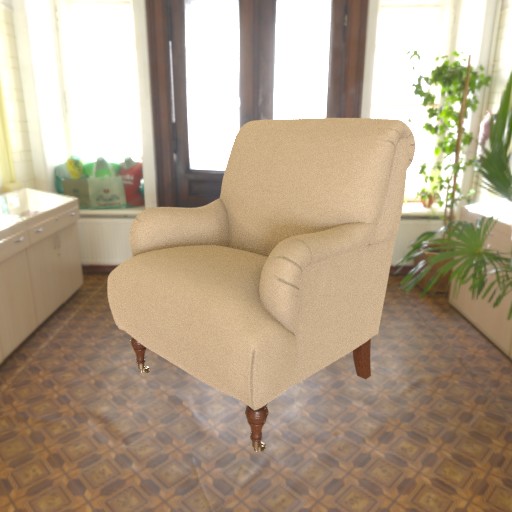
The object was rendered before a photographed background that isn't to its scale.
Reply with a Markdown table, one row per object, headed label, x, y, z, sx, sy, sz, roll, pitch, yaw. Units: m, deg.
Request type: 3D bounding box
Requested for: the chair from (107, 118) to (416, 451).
| label | x | y | z | sx | sy | sz | roll | pitch | yaw |
| --- | --- | --- | --- | --- | --- | --- | --- | --- | --- |
| chair | 0.000 | 0.000 | 1.572 | 0.766 | 0.942 | 0.842 | 15 | 22 | 42 |
